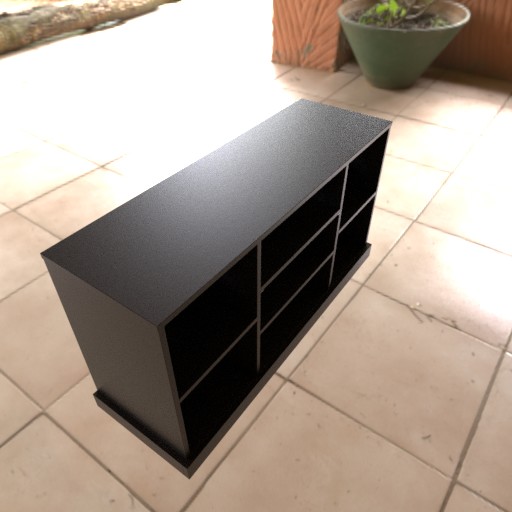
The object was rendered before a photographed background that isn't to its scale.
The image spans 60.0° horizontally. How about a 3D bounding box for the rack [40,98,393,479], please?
[{"bbox_3d":[0.000,0.000,1.514,0.399,0.635,1.206,25,46,26],"label":"rack"}]
